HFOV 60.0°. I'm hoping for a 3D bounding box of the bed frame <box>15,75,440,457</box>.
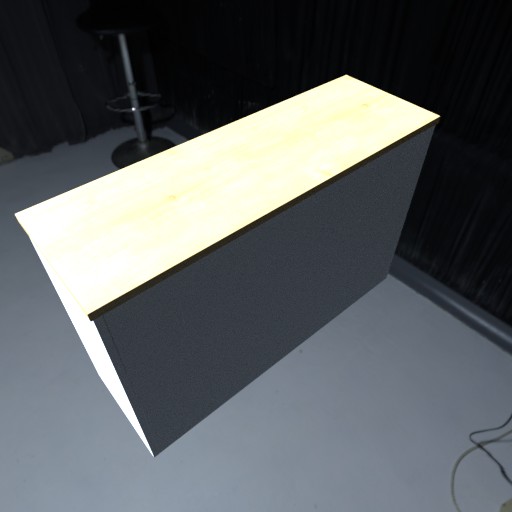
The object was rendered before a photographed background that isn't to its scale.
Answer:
[{"bbox_3d":[0.000,0.000,1.649,1.300,0.850,0.430,-31,54,-27],"label":"bed frame"}]
